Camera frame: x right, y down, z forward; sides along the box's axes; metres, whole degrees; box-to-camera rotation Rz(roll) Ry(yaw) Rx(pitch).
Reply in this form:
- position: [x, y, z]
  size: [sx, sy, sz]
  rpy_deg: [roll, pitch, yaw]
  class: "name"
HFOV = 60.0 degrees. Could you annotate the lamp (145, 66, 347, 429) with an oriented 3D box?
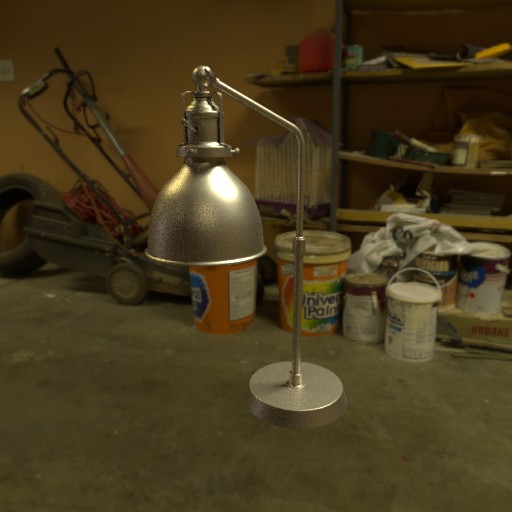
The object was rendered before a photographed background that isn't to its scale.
- position: [0.000, 0.000, 0.584]
  size: [0.286, 0.456, 0.153]
  rpy_deg: [-7, 16, -26]
  class: "lamp"
